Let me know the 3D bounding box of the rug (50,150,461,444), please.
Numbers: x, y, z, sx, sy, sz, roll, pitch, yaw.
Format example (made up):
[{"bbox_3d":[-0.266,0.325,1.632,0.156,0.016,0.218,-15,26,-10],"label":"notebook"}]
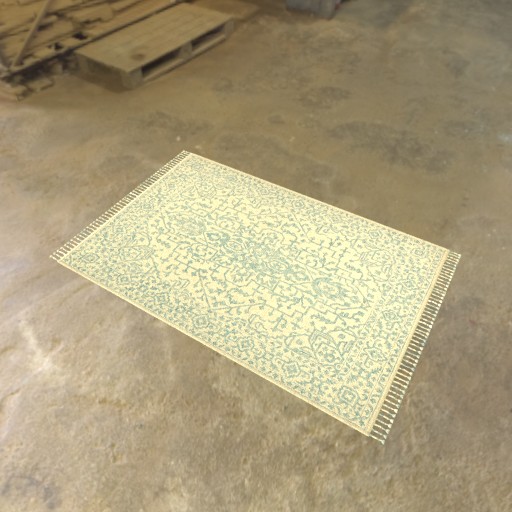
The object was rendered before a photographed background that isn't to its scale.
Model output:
[{"bbox_3d":[0.000,0.000,3.090,2.438,0.010,1.524,24,52,21],"label":"rug"}]
